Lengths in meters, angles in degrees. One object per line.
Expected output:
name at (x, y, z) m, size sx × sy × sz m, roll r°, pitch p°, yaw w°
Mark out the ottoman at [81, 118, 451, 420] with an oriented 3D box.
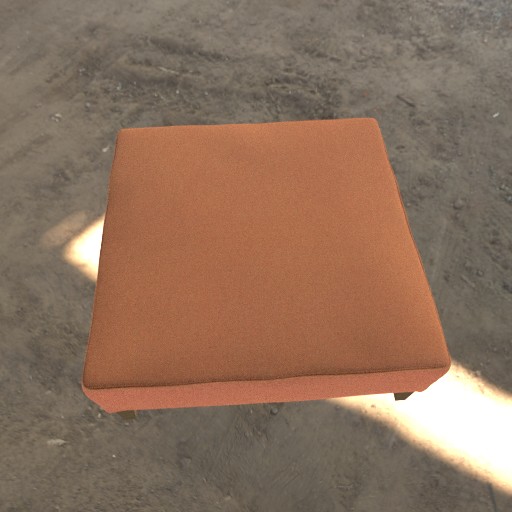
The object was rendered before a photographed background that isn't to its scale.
ottoman at (0.000, 0.000, 1.553) m, size 0.999 × 0.438 × 0.997 m, roll -3°, pitch 58°, yaw -2°
